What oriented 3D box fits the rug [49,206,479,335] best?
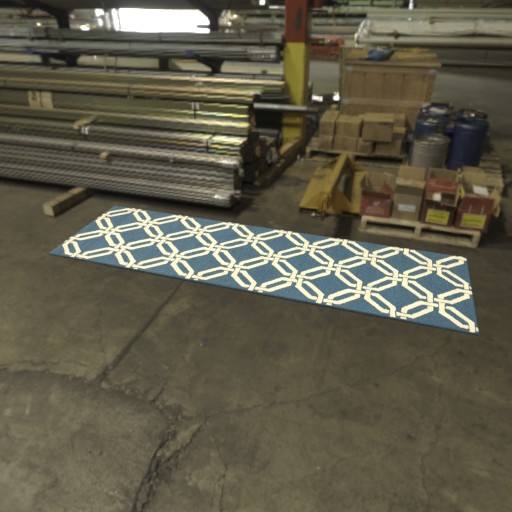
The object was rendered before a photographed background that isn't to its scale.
[{"bbox_3d":[0.000,0.000,2.514,2.276,0.014,0.678,9,33,15],"label":"rug"}]
